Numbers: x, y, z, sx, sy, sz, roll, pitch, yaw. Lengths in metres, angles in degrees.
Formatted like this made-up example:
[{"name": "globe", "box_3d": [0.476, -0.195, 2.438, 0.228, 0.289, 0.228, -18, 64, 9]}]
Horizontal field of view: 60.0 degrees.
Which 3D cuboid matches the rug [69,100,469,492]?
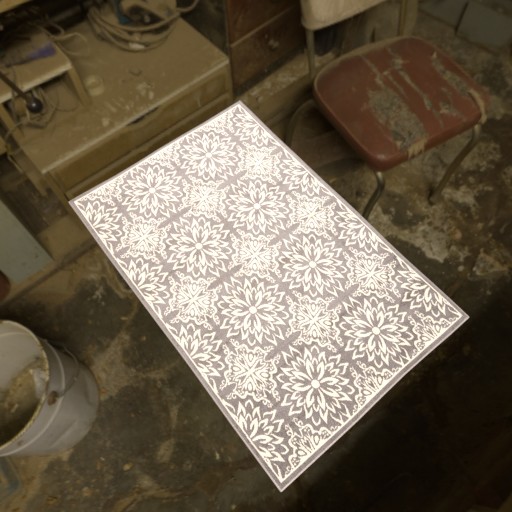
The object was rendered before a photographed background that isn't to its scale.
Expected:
[{"name": "rug", "box_3d": [0.000, 0.000, 2.337, 1.224, 0.012, 1.847, -36, 69, -16]}]
